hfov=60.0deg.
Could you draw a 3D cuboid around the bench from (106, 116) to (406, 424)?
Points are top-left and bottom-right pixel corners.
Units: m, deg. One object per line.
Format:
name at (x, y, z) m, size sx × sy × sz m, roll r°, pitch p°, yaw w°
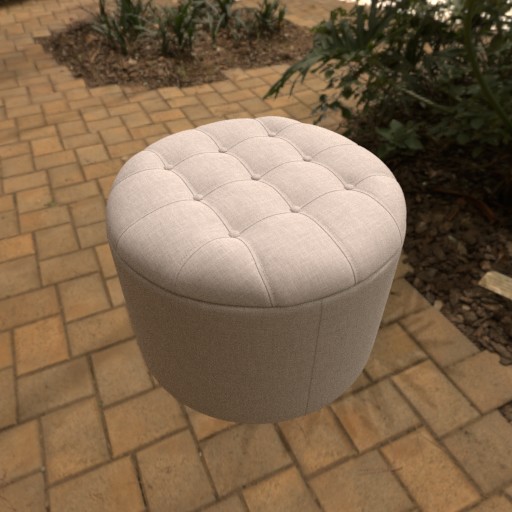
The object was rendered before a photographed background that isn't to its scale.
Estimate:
bench at (0.000, 0.000, 1.008) m, size 0.600 × 0.453 × 0.600 m, roll 0°, pitch 42°, yaw 0°
